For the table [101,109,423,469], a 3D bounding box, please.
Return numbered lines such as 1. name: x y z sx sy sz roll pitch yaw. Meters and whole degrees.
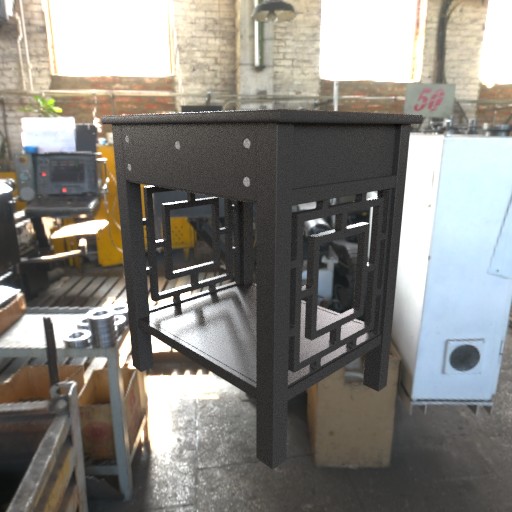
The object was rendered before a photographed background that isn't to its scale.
1. table: 0.000 0.000 1.068 0.451 0.646 0.564 -15 22 -42
